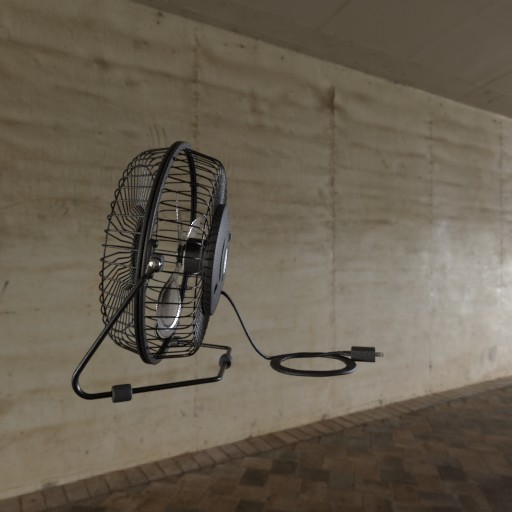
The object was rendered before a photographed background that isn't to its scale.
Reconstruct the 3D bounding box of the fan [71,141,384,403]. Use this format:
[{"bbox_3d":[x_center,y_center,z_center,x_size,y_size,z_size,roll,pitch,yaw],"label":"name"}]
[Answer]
[{"bbox_3d":[0.000,0.000,0.372,0.227,0.188,0.209,0,0,1],"label":"fan"}]
